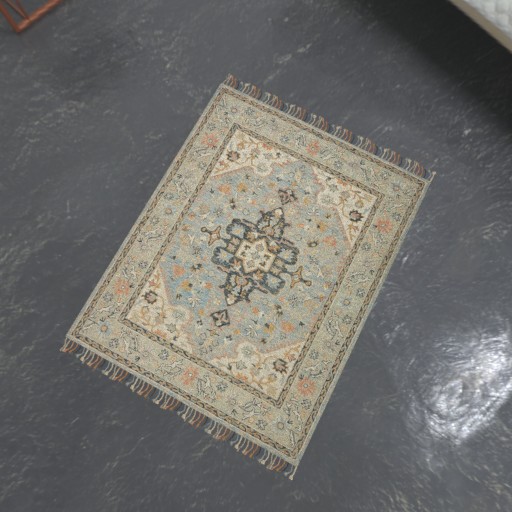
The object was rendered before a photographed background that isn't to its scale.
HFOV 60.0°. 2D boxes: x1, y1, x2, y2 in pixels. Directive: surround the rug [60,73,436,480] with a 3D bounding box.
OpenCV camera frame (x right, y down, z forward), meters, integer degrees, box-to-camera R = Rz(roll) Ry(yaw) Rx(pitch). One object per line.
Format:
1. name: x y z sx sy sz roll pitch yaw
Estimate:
1. rug: 0.000 0.000 4.220 2.379 0.011 3.221 27 79 6
